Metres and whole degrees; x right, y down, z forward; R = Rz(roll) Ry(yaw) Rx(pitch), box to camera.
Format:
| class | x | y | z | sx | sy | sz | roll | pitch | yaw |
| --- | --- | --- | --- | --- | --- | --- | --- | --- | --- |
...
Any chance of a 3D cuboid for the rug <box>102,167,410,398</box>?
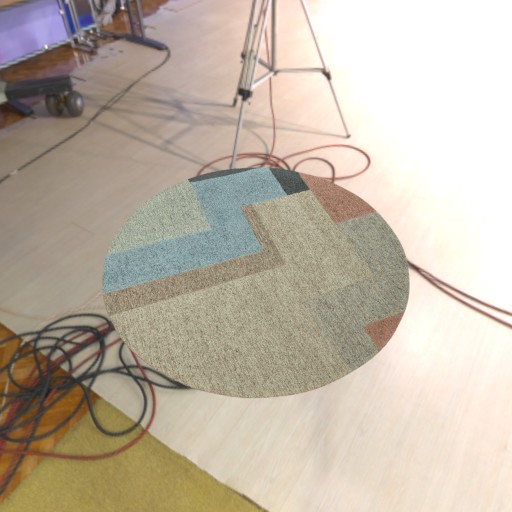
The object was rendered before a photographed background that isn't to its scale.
| class | x | y | z | sx | sy | sz | roll | pitch | yaw |
| --- | --- | --- | --- | --- | --- | --- | --- | --- | --- |
| rug | 0.000 | 0.000 | 3.637 | 2.461 | 0.033 | 2.461 | 0 | 46 | 0 |
